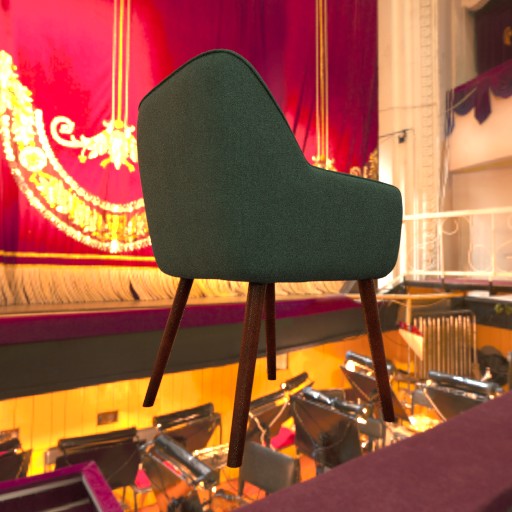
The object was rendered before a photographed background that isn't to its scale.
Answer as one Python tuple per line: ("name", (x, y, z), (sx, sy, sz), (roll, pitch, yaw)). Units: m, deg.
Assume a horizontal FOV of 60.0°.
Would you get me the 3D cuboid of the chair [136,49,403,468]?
("chair", (0.000, 0.000, 1.142), (0.519, 0.803, 0.543), (1, -1, -36))
